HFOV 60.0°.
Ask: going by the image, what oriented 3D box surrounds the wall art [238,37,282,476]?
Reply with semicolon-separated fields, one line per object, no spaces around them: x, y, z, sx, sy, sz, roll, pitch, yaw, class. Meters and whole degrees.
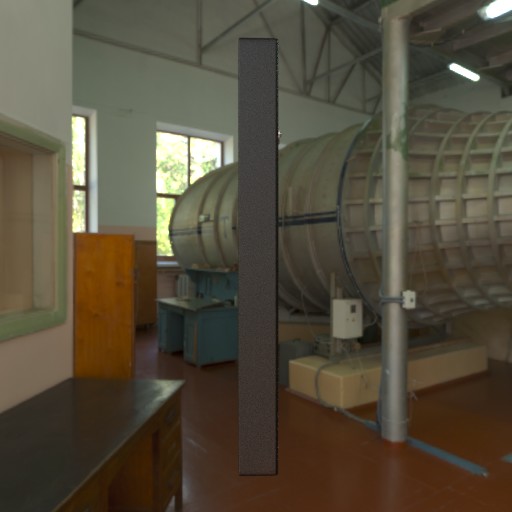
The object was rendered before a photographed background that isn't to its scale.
0.000;0.000;0.611;0.041;0.407;0.406;0;1;-1;wall art
